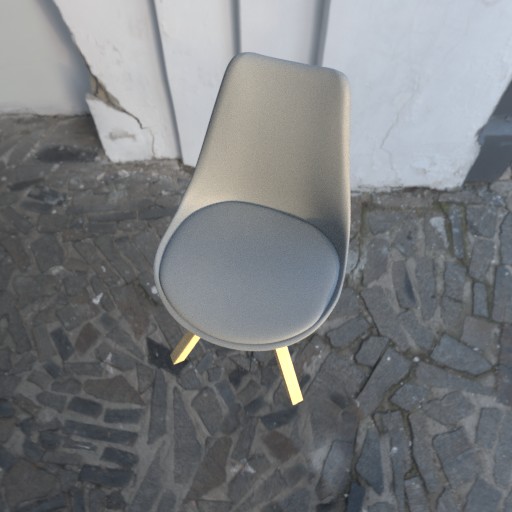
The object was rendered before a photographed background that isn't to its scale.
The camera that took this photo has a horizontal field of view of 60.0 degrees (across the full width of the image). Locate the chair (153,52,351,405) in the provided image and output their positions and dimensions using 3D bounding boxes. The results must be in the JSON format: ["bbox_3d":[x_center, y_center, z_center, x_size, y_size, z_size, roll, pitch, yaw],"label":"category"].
[{"bbox_3d":[0.000,0.000,1.211,0.485,0.850,0.549,16,59,10],"label":"chair"}]
